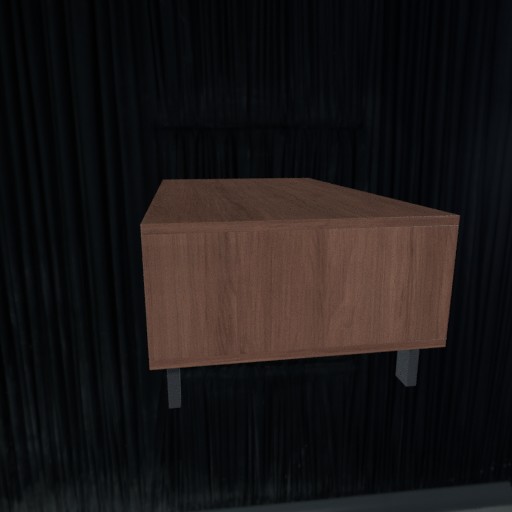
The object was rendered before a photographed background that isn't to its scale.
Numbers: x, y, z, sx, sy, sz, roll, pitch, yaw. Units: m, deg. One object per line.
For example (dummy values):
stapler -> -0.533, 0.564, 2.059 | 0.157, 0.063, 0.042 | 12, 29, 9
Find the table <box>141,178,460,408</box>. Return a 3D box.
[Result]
table -> 0.000, 0.000, 1.311 | 0.600, 0.380, 1.020 | -2, 14, -9
